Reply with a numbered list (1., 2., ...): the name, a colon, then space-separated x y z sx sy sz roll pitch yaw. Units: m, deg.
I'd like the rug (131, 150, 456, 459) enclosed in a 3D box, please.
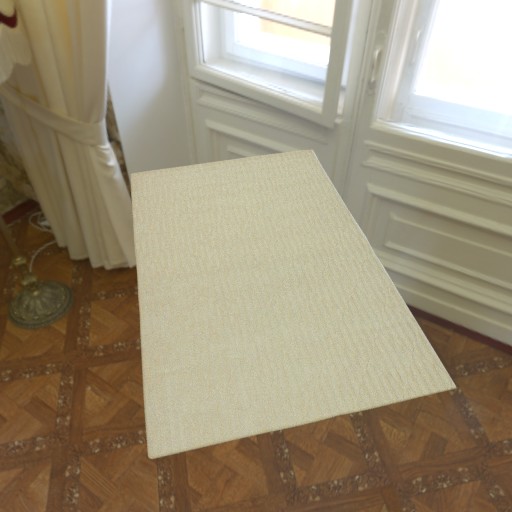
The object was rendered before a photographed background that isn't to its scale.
1. rug: 0.000 0.000 2.327 1.238 0.014 1.848 -10 46 -9
